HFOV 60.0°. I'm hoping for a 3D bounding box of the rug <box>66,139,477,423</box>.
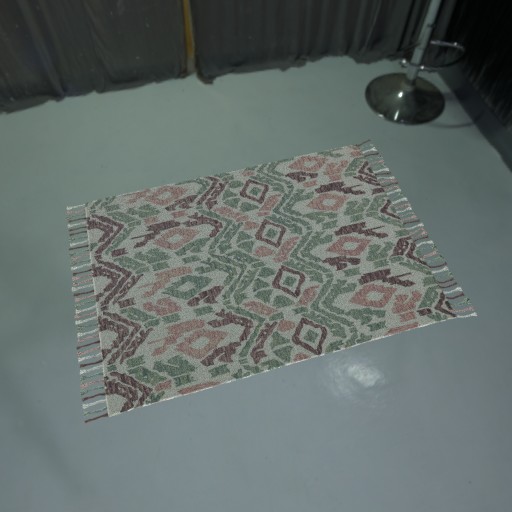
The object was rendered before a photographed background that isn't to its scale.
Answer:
[{"bbox_3d":[0.000,0.000,2.259,1.829,0.010,1.219,-14,59,-9],"label":"rug"}]
